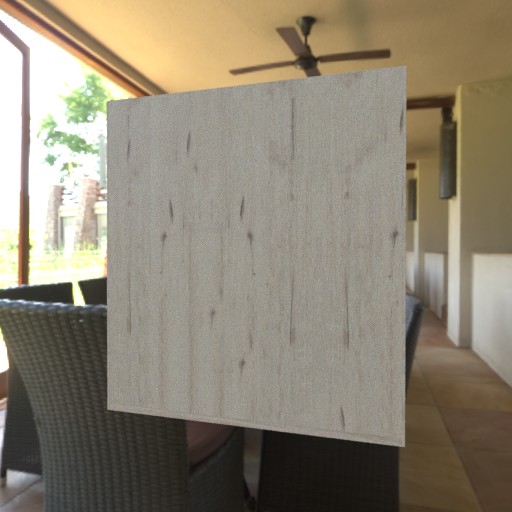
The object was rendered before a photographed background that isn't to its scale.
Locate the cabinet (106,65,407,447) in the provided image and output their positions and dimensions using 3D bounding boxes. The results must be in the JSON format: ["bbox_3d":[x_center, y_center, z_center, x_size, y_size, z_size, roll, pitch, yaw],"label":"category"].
[{"bbox_3d":[0.000,0.000,3.146,2.000,2.180,0.660,0,1,17],"label":"cabinet"}]
